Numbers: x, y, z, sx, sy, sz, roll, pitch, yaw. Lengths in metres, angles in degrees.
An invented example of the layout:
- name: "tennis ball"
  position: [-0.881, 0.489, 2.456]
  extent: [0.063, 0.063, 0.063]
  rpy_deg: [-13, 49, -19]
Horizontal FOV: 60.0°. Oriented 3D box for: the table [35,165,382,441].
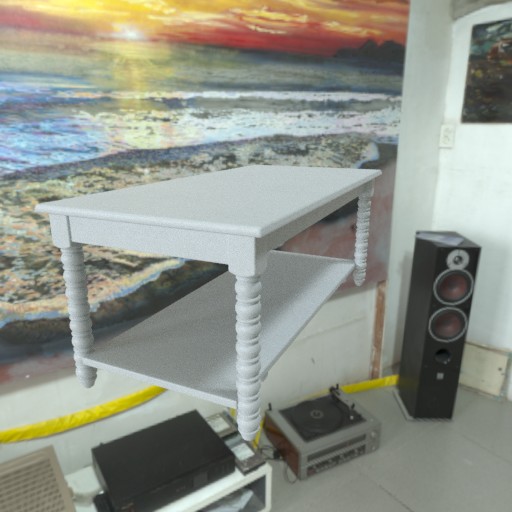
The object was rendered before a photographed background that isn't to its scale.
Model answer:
- name: "table"
  position: [0.000, 0.000, 1.467]
  extent: [0.580, 0.487, 1.171]
  rpy_deg: [8, 18, 24]
